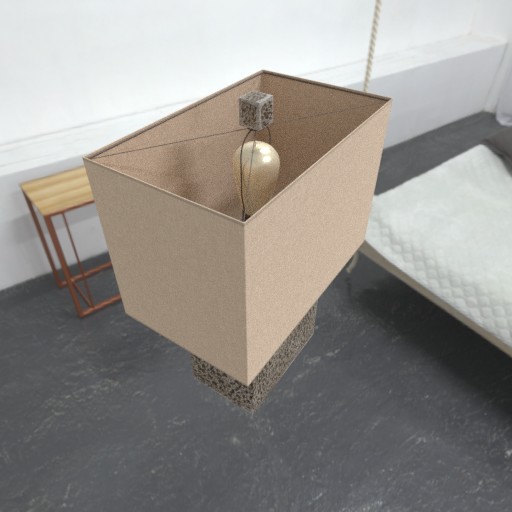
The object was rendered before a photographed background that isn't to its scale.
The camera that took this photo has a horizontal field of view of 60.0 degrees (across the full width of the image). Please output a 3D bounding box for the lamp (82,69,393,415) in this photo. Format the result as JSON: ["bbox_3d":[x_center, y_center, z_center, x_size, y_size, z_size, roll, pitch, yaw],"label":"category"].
[{"bbox_3d":[0.000,0.000,0.568,0.180,0.411,0.294,24,46,25],"label":"lamp"}]
